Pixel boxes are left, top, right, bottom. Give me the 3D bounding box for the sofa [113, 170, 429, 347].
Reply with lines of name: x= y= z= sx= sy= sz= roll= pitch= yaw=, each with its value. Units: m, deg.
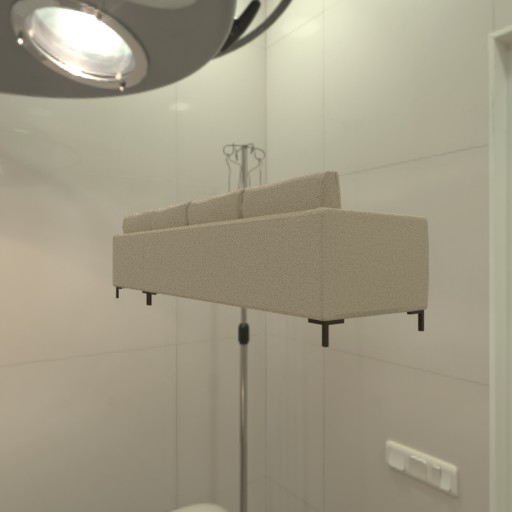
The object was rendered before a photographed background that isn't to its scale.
sofa: x=0.000 y=0.000 z=3.233 sx=1.258 sy=0.755 sz=2.731 roll=0 pitch=0 yaw=-35
